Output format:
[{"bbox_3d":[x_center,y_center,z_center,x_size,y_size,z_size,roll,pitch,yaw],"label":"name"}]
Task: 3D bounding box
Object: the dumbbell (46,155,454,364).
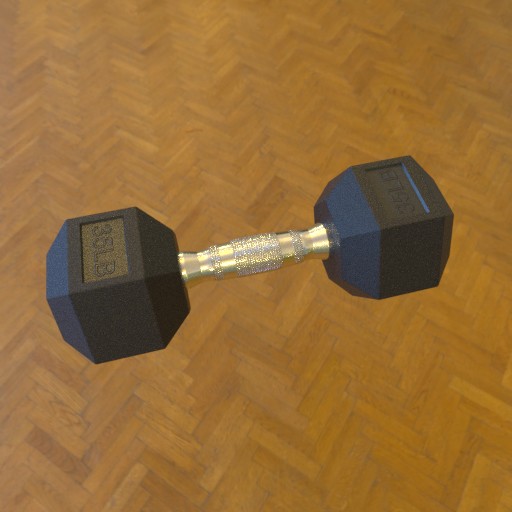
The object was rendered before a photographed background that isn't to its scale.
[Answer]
[{"bbox_3d":[0.000,0.000,0.419,0.356,0.123,0.141,-12,59,-7],"label":"dumbbell"}]
